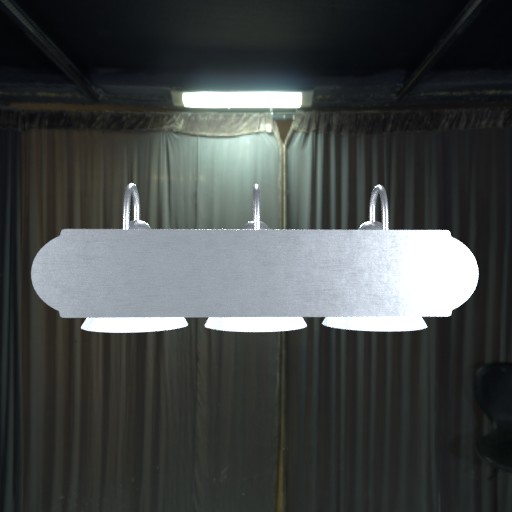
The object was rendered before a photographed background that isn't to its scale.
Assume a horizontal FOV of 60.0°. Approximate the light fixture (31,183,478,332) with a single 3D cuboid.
[{"bbox_3d":[0.000,0.000,0.704,0.610,0.222,0.199,0,-2,-2],"label":"light fixture"}]
